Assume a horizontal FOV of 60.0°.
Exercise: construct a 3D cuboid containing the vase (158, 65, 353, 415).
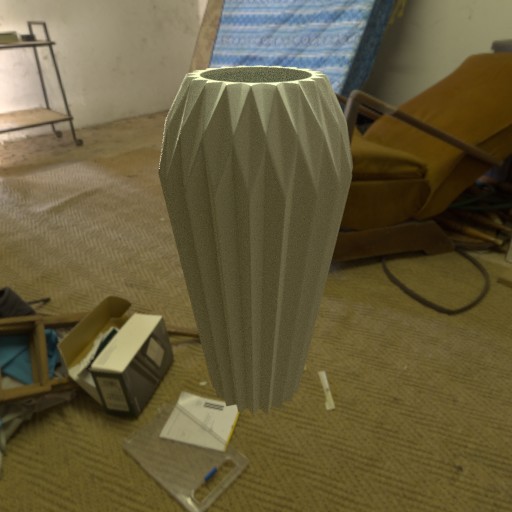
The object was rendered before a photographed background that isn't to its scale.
[{"bbox_3d":[0.000,0.000,0.343,0.133,0.263,0.133,0,30,0],"label":"vase"}]
